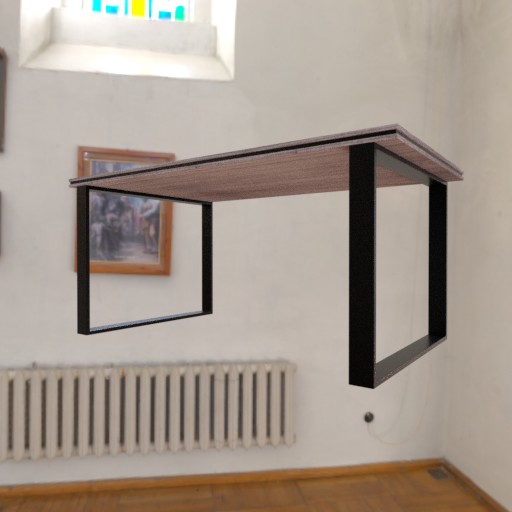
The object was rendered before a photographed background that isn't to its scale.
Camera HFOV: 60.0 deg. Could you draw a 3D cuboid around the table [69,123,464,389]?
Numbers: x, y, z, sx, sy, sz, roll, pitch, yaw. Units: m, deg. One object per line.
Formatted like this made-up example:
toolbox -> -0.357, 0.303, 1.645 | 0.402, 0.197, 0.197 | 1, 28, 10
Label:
table -> 0.000, 0.000, 2.025 | 1.579, 0.736, 0.881 | 0, 1, 36
